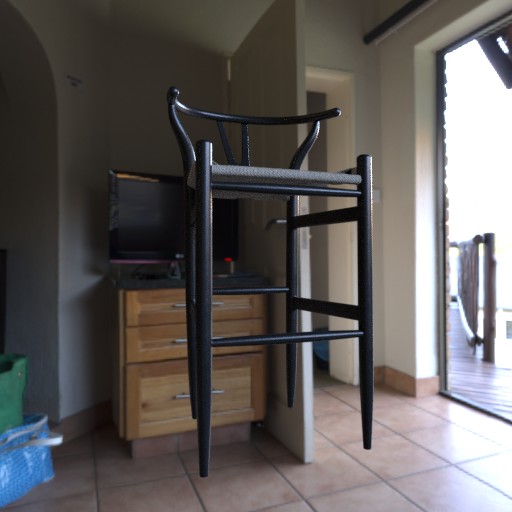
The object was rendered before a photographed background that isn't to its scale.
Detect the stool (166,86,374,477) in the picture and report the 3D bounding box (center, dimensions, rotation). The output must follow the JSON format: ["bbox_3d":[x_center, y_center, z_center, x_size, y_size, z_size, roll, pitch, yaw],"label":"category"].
[{"bbox_3d":[0.000,0.000,1.416,0.569,1.072,0.579,0,0,-20],"label":"stool"}]
